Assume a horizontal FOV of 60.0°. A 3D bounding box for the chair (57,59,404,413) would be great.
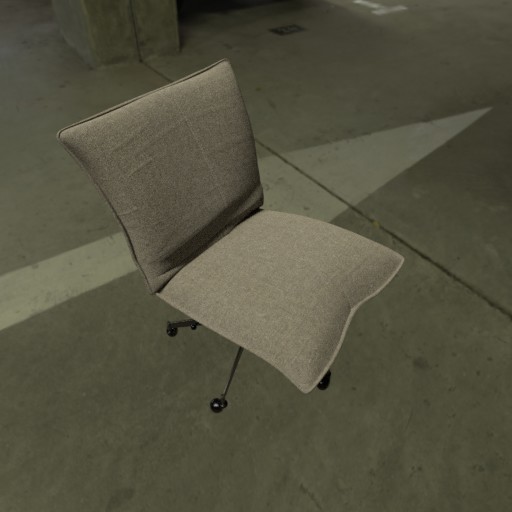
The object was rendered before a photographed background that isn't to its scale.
[{"bbox_3d":[0.000,0.000,1.265,0.696,0.811,0.597,27,48,27],"label":"chair"}]
